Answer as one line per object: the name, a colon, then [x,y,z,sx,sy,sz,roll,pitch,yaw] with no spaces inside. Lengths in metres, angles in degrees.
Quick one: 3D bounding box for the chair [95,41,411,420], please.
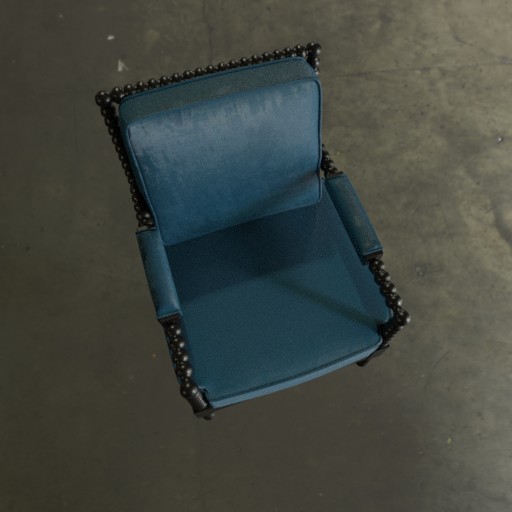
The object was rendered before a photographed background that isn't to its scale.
chair: [0.000,0.000,1.410,0.688,0.857,0.805,-17,65,-8]
